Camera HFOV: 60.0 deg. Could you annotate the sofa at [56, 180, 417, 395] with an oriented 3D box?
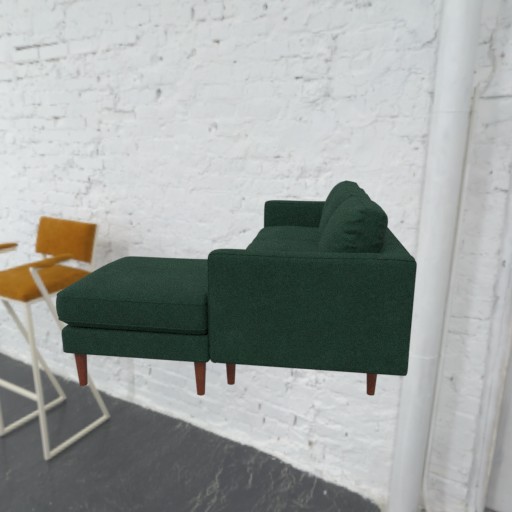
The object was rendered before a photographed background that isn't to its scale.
[{"bbox_3d":[0.000,0.000,2.866,1.580,0.899,2.030,2,14,8],"label":"sofa"}]
